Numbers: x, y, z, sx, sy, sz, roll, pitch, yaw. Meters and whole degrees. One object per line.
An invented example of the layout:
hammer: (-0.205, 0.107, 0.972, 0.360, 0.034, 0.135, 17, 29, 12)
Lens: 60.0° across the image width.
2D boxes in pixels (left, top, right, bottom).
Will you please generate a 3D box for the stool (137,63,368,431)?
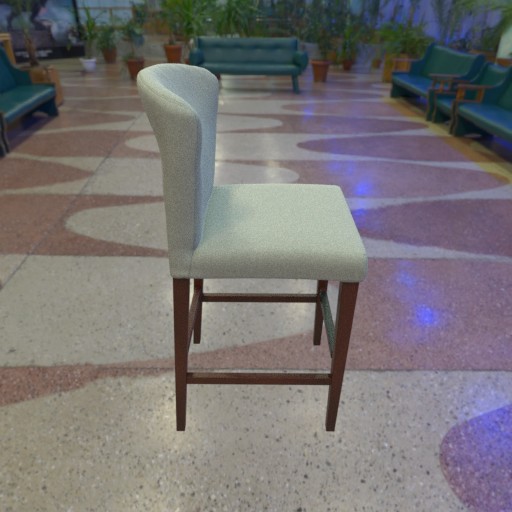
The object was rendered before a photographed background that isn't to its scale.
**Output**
stool: (0.000, 0.000, 1.353, 0.568, 1.069, 0.479, 0, 31, 1)
